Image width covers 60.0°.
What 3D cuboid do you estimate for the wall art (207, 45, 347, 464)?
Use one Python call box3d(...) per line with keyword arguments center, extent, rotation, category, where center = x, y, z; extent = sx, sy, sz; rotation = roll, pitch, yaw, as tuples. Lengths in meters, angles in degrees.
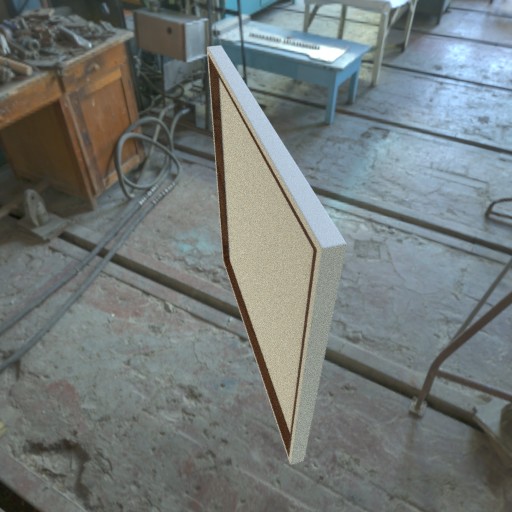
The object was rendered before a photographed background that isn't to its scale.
box3d(center=(0.000, 0.000, 1.115), extent=(0.037, 0.757, 0.757), rotation=(-11, 46, -11), category="wall art")
